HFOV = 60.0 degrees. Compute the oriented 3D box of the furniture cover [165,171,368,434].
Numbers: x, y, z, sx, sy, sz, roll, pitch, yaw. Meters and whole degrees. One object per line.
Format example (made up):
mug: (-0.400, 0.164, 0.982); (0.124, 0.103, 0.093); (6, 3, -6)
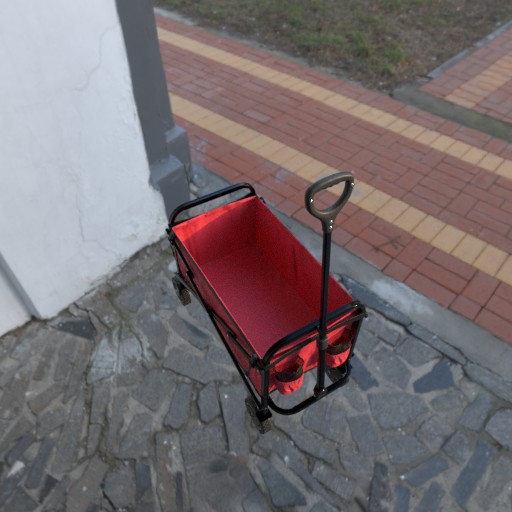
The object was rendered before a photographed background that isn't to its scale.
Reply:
furniture cover: (0.000, 0.000, 1.826); (0.532, 1.295, 1.038); (-24, 52, -20)
